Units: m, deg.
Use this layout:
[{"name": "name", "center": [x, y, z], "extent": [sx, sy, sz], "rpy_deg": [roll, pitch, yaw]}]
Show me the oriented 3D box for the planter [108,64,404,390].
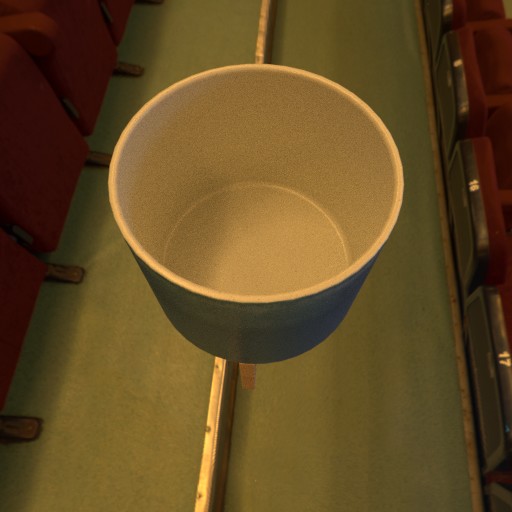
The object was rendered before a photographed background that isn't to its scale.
[{"name": "planter", "center": [0.000, 0.000, 0.407], "extent": [0.192, 0.263, 0.192], "rpy_deg": [0, 63, 0]}]
